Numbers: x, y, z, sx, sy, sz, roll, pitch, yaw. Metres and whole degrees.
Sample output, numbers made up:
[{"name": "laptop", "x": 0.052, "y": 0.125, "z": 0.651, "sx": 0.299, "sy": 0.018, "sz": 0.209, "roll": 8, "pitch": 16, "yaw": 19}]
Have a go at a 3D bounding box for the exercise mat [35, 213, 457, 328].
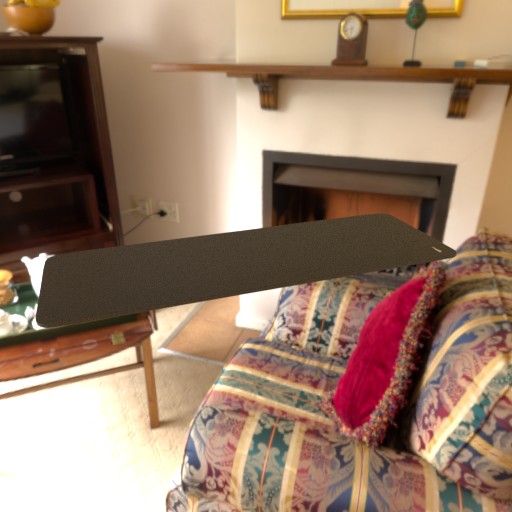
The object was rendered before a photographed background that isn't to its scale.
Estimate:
[{"name": "exercise mat", "x": 0.000, "y": 0.000, "z": 2.088, "sx": 1.869, "sy": 0.021, "sz": 0.616, "roll": -8, "pitch": 26, "yaw": -17}]
